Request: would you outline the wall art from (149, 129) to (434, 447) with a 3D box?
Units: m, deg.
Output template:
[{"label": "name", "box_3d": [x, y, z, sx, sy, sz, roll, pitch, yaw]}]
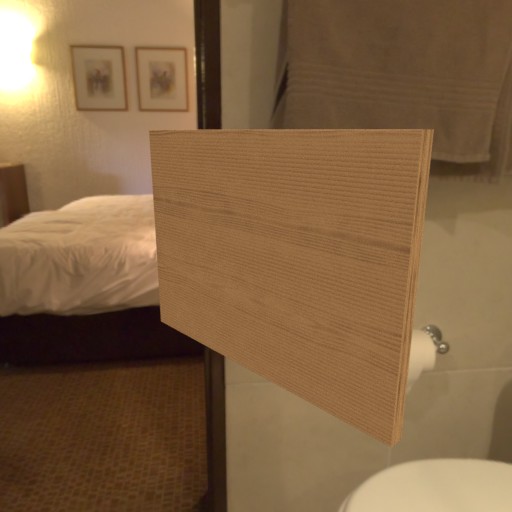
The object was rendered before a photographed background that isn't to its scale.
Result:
[{"label": "wall art", "box_3d": [0.000, 0.000, 1.111, 0.063, 0.609, 0.841, -15, 22, -42]}]
